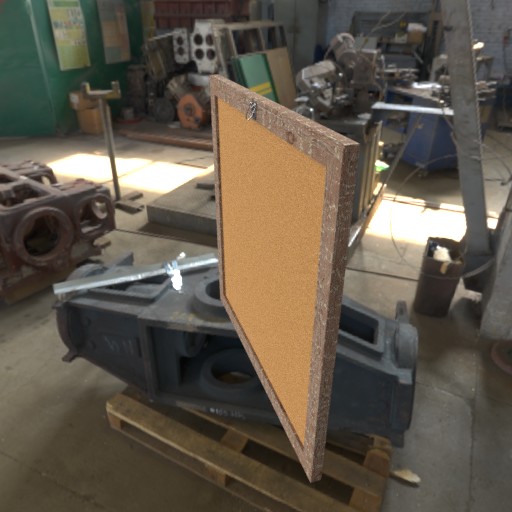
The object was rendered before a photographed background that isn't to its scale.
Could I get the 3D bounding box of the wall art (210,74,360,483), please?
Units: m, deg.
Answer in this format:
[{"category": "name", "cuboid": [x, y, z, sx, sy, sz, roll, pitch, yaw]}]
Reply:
[{"category": "wall art", "cuboid": [0.000, 0.000, 0.559, 0.022, 0.380, 0.380, -10, 31, -17]}]
